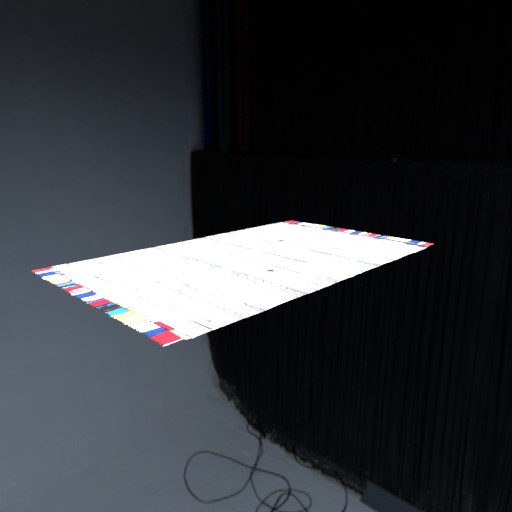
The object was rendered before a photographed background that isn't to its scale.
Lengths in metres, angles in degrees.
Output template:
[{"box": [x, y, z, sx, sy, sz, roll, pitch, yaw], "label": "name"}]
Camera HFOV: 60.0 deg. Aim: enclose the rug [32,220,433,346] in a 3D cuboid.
[{"box": [0.000, 0.000, 3.046, 1.465, 0.012, 2.465, 14, 20, 43], "label": "rug"}]
